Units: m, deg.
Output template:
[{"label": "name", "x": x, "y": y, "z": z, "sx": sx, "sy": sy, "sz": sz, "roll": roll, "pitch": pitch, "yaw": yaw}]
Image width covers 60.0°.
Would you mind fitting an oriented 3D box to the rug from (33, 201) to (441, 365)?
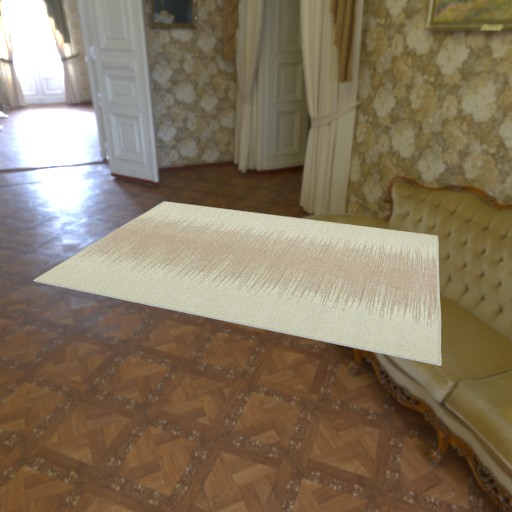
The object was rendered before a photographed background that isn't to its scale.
[{"label": "rug", "x": 0.000, "y": 0.000, "z": 2.380, "sx": 1.850, "sy": 0.006, "sz": 1.234, "roll": 9, "pitch": 27, "yaw": 18}]
